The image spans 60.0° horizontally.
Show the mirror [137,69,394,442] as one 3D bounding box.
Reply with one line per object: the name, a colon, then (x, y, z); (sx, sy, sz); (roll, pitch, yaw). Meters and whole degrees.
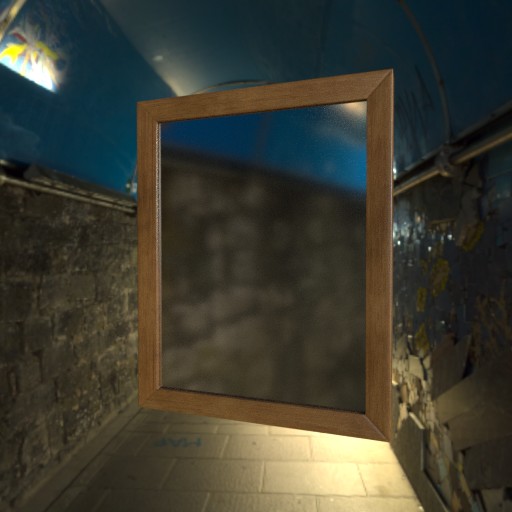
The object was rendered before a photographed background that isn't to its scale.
mirror: (0.000, 0.000, 0.688); (0.405, 0.508, 0.041); (0, 1, 20)
